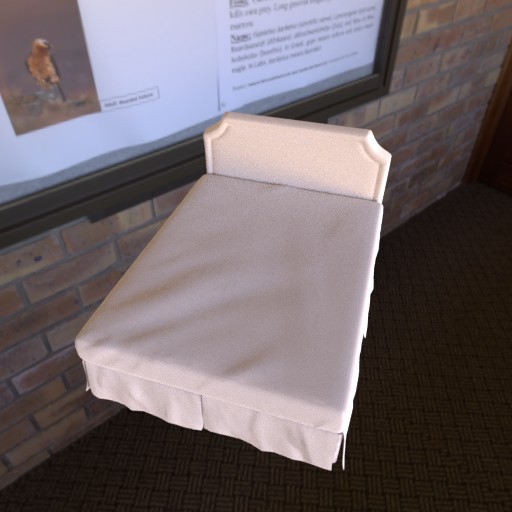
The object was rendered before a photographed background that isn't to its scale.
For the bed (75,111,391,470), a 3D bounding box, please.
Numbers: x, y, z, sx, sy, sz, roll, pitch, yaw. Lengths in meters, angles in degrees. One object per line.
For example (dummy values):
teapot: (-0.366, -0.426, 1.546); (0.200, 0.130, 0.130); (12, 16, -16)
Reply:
bed: (0.000, 0.000, 3.616); (1.977, 1.293, 2.498); (12, 42, 13)
